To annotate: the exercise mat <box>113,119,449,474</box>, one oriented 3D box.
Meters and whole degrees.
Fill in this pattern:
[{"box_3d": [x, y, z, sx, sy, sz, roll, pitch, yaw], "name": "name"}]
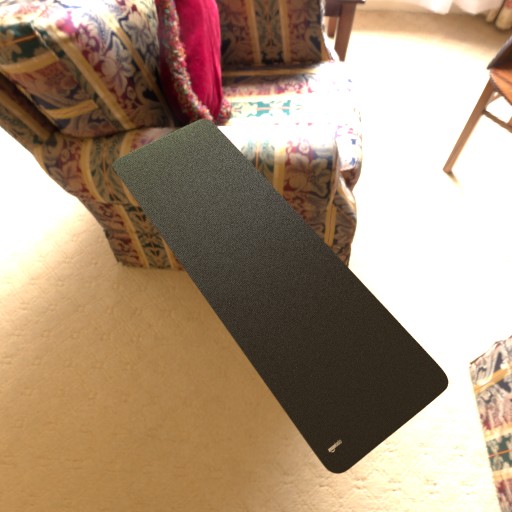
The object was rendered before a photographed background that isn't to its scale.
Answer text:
[{"box_3d": [0.000, 0.000, 2.065, 0.616, 0.021, 1.869, -31, 63, -17], "name": "exercise mat"}]
